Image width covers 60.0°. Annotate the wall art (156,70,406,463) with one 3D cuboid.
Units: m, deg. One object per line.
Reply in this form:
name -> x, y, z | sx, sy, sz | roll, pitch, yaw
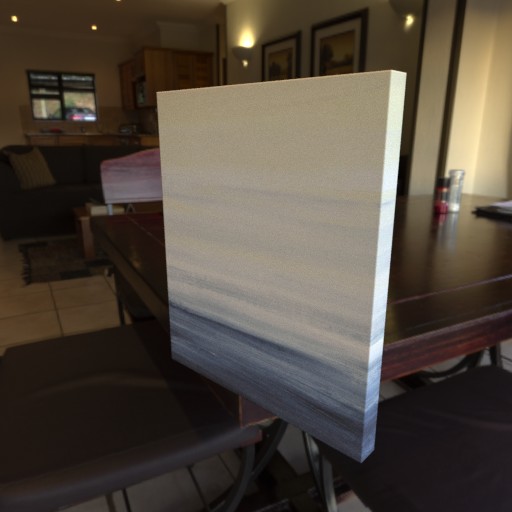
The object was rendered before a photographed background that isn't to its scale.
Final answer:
wall art -> 0.000, 0.000, 0.705 | 0.435, 0.511, 0.037 | 14, 21, 41
